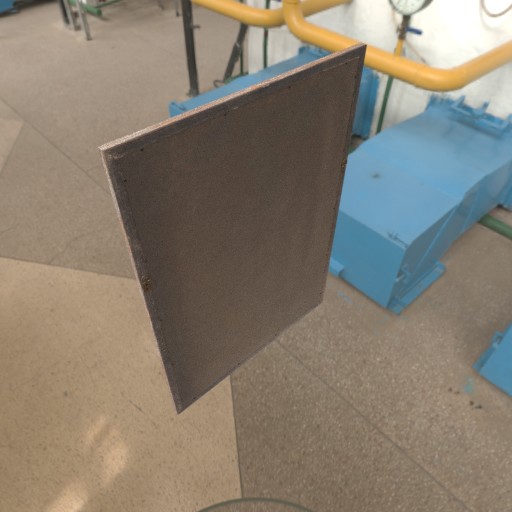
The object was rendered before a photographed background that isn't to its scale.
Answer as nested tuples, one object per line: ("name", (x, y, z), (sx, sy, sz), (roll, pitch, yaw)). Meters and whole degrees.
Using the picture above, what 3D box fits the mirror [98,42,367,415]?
("mirror", (0.000, 0.000, 1.267), (0.705, 0.996, 0.025), (-33, 54, -28))
